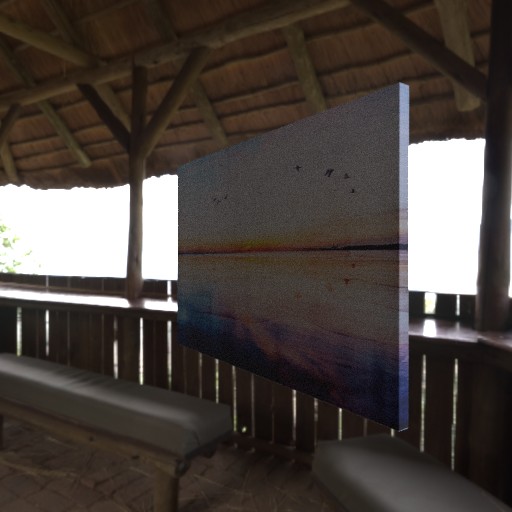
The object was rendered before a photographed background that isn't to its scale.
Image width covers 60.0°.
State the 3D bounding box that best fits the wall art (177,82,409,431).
[{"bbox_3d":[0.000,0.000,1.435,0.034,0.756,1.137,0,0,-35],"label":"wall art"}]
